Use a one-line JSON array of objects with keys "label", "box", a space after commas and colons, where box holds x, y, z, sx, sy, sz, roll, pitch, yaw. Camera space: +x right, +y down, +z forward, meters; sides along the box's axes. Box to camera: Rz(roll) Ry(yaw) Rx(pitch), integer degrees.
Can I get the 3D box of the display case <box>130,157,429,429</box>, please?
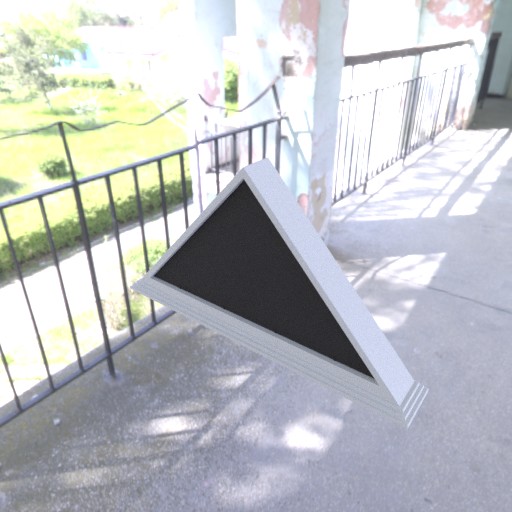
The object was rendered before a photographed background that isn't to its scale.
[{"label": "display case", "box": [0.000, 0.000, 0.784, 0.640, 0.340, 0.095, 20, 35, 32]}]
